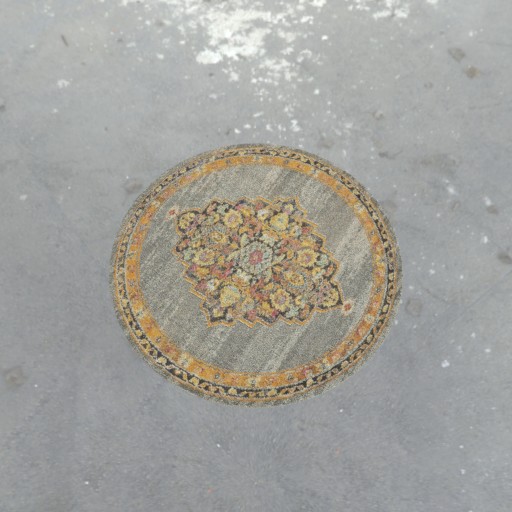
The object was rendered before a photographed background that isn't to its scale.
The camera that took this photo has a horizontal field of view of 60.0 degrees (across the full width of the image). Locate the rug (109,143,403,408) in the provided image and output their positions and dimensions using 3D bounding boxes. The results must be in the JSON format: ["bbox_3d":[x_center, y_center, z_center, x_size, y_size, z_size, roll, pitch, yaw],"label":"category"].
[{"bbox_3d":[0.000,0.000,3.630,2.382,0.014,2.382,0,63,0],"label":"rug"}]
